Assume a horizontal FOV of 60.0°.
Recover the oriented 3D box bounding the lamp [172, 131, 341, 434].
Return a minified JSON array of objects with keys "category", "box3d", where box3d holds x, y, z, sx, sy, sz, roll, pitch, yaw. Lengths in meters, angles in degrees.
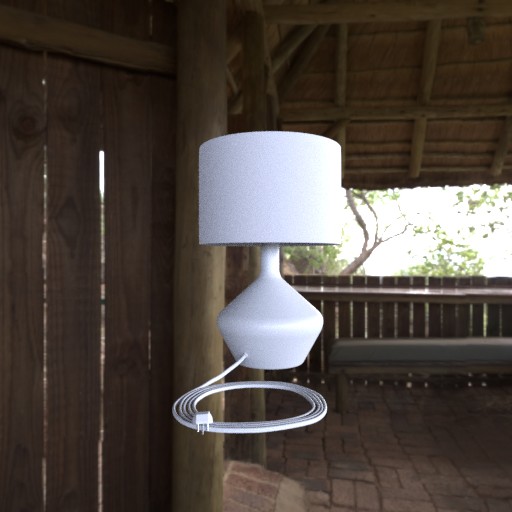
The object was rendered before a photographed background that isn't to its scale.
[{"category":"lamp","box3d":[0.000,0.000,0.836,0.401,0.457,0.546,0,0,35]}]
